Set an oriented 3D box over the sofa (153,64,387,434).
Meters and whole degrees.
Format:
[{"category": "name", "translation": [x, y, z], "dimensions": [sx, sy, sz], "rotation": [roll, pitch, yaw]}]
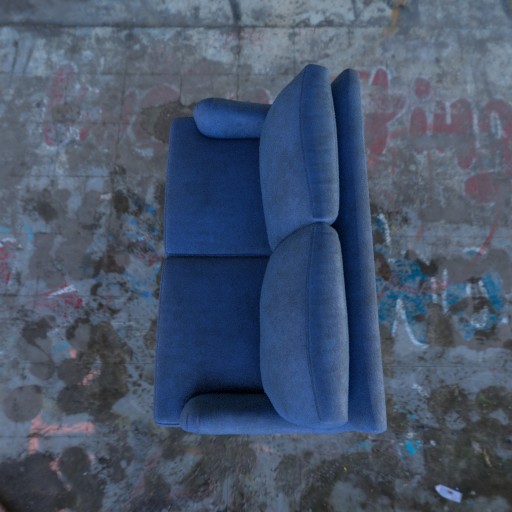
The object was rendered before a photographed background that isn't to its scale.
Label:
[{"category": "sofa", "translation": [0.000, 0.000, 2.496], "dimensions": [1.084, 1.101, 1.853], "rotation": [0, 74, 0]}]
